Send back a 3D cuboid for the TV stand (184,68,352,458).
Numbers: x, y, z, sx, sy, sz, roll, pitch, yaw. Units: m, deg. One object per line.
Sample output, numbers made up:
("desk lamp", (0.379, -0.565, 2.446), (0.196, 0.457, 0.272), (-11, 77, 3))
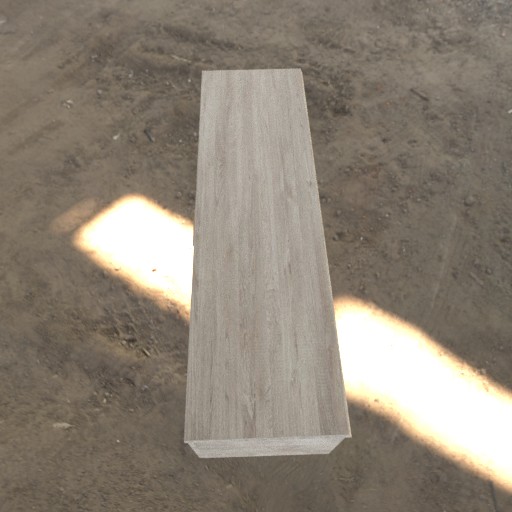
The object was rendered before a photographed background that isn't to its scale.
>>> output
("TV stand", (0.000, 0.000, 1.582), (0.401, 0.565, 1.313), (-2, 59, -1))
